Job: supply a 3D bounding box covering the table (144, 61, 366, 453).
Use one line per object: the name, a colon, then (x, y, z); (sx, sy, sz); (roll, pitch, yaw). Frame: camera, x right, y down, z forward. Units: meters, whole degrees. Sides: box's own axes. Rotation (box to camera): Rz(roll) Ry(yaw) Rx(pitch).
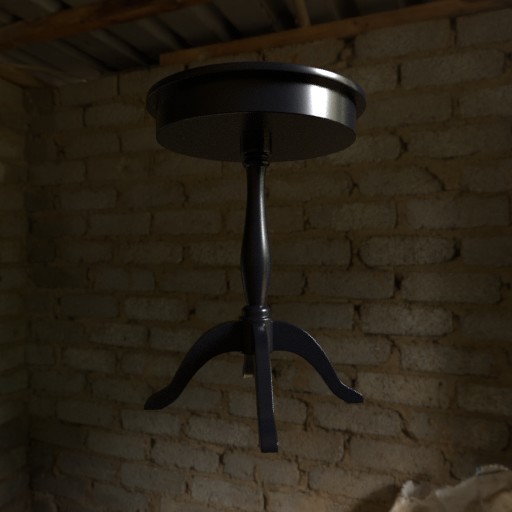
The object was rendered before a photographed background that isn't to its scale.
table: (0.000, 0.000, 0.989); (0.481, 0.665, 0.481); (0, 0, 0)
